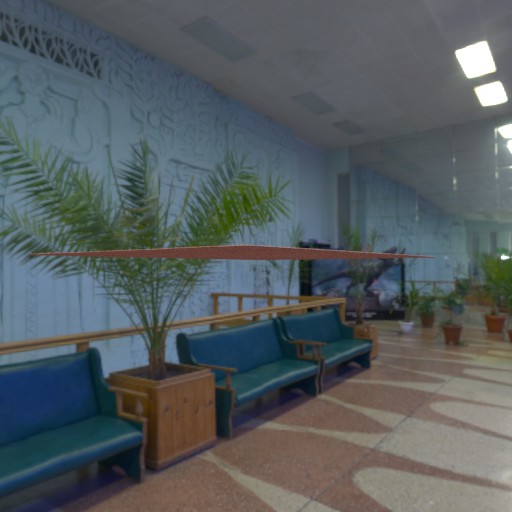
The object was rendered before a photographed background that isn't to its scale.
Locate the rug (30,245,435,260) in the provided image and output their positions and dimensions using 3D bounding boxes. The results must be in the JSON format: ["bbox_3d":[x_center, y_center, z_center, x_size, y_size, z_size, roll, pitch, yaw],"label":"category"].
[{"bbox_3d":[0.000,0.000,2.807,1.594,0.009,2.112,-1,-2,39],"label":"rug"}]
